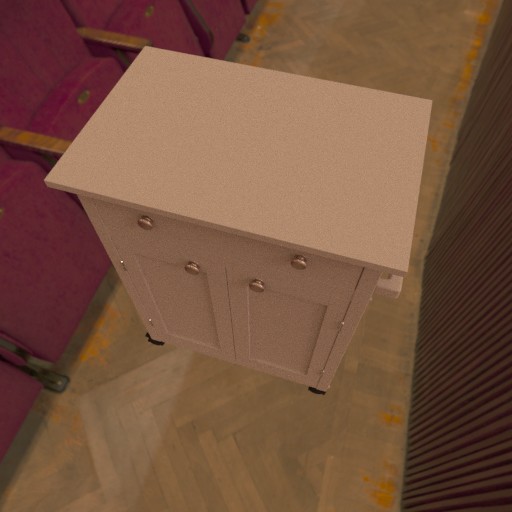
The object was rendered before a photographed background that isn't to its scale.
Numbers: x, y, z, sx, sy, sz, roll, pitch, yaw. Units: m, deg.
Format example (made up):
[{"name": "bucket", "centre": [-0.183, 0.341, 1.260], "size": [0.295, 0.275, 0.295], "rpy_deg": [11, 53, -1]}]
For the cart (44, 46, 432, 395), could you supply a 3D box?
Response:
[{"name": "cart", "centre": [0.000, 0.000, 1.241], "size": [0.683, 0.864, 0.442], "rpy_deg": [15, 59, 9]}]
